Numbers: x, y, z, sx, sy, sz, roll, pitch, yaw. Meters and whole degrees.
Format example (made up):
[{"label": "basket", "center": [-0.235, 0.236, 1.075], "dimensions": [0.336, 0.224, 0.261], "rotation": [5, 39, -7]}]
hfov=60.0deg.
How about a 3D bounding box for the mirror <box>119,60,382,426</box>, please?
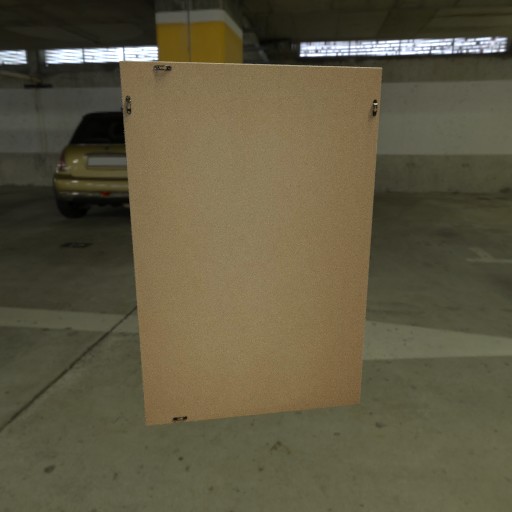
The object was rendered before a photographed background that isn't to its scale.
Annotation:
[{"label": "mirror", "center": [0.000, 0.000, 1.145], "dimensions": [0.609, 0.914, 0.041], "rotation": [-2, 15, -9]}]
